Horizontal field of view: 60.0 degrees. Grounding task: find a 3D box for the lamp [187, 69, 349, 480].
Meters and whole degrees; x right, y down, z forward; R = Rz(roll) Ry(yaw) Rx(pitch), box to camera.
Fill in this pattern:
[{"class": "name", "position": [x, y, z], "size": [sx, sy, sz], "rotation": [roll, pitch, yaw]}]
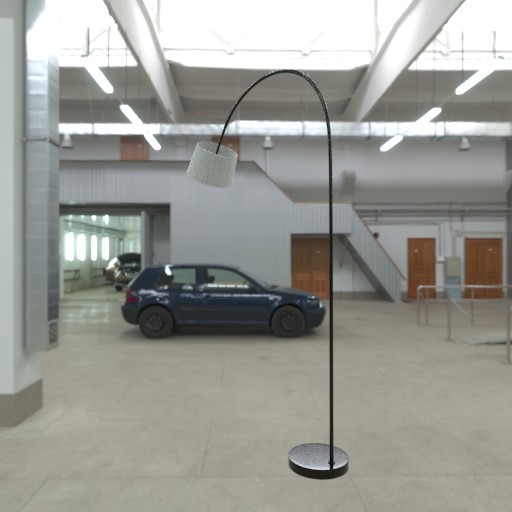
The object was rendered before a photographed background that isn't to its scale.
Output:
[{"class": "lamp", "position": [0.000, 0.000, 2.662], "size": [0.331, 2.104, 1.363], "rotation": [0, 0, -36]}]
